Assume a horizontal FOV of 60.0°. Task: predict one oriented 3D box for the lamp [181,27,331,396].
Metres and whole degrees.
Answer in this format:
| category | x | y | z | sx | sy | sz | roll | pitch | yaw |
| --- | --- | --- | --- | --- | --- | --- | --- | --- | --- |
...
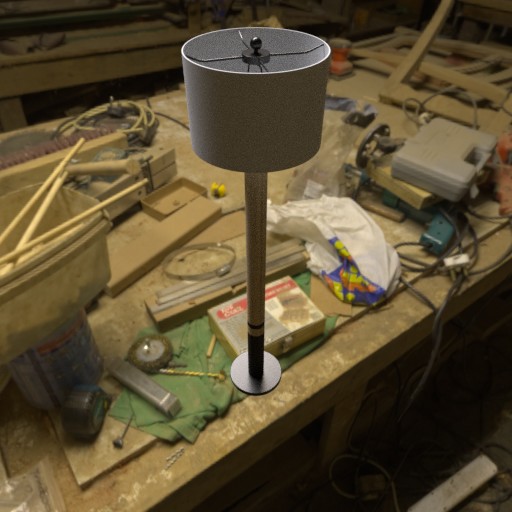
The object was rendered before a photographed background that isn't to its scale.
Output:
| category | x | y | z | sx | sy | sz | roll | pitch | yaw |
| --- | --- | --- | --- | --- | --- | --- | --- | --- | --- |
| lamp | 0.000 | 0.000 | 1.613 | 0.381 | 1.478 | 0.381 | -25 | 47 | -25 |
